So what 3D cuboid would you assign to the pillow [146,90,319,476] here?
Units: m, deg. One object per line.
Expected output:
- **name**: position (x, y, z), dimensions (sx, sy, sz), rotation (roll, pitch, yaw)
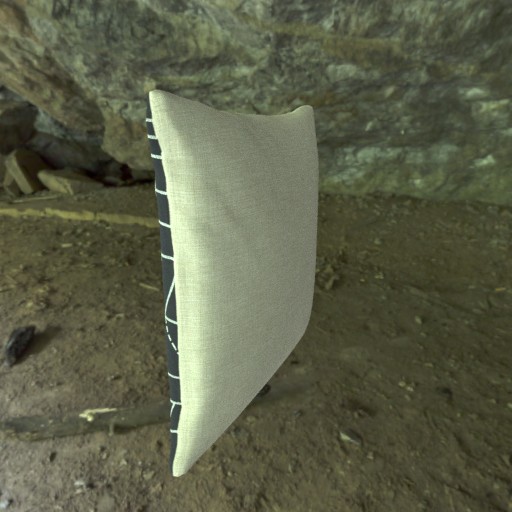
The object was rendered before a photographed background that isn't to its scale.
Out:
- **pillow**: position (0.000, 0.000, 0.761), dimensions (0.158, 0.508, 0.517), rotation (8, 18, 24)
